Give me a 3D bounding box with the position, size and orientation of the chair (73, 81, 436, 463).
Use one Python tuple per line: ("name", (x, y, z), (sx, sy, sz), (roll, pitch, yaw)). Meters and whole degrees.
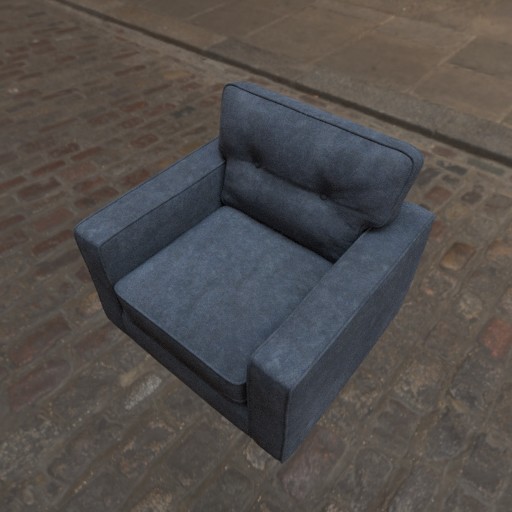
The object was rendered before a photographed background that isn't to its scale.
("chair", (0.000, 0.000, 1.738), (1.015, 0.965, 0.939), (31, 54, 26))
